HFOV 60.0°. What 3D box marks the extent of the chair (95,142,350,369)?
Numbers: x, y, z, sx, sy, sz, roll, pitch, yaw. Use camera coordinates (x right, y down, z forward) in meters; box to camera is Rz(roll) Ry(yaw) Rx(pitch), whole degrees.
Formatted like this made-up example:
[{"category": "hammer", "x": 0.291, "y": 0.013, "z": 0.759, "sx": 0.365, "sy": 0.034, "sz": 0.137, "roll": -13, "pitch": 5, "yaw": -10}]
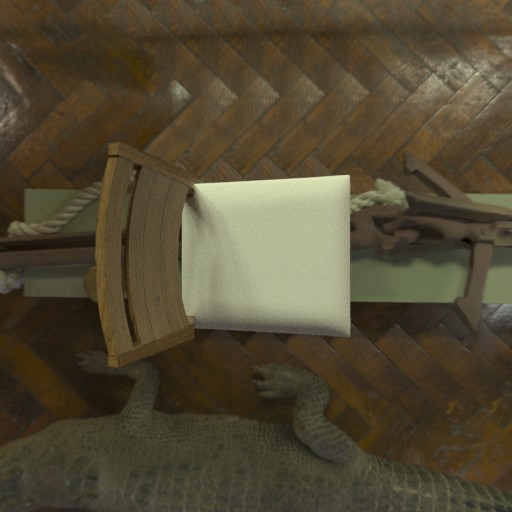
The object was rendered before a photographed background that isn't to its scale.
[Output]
[{"category": "chair", "x": 0.000, "y": 0.000, "z": 1.296, "sx": 0.610, "sy": 0.939, "sz": 0.497, "roll": 0, "pitch": 90, "yaw": 0}]
